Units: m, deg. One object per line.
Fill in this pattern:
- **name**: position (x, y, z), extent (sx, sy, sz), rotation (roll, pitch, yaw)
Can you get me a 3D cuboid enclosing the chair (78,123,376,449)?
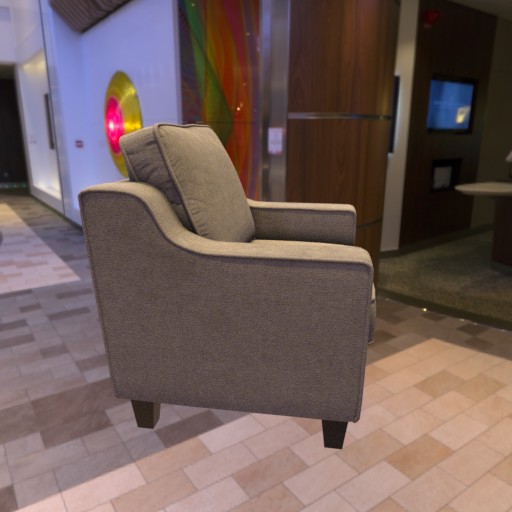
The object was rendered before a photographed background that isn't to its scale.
- **chair**: position (0.000, 0.000, 1.648), extent (0.840, 0.944, 0.926), rotation (2, 16, 9)
